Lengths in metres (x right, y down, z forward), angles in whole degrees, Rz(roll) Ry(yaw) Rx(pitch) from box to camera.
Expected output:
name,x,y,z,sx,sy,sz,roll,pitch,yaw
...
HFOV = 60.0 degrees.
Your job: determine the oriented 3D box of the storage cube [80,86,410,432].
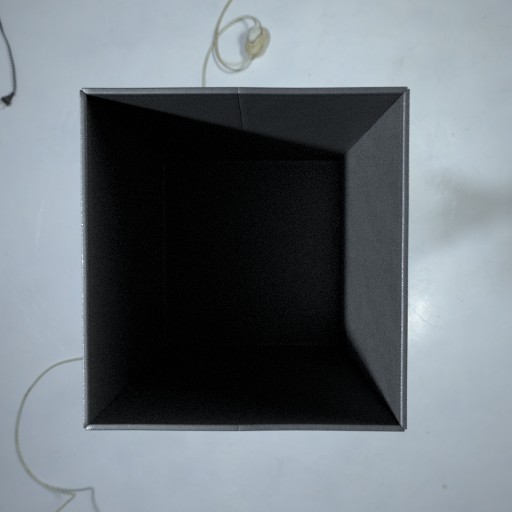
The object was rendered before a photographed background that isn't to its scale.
name,x,y,z,sx,sy,sz,roll,pitch,yaw
storage cube,0.000,0.000,0.479,0.270,0.280,0.270,0,92,1
